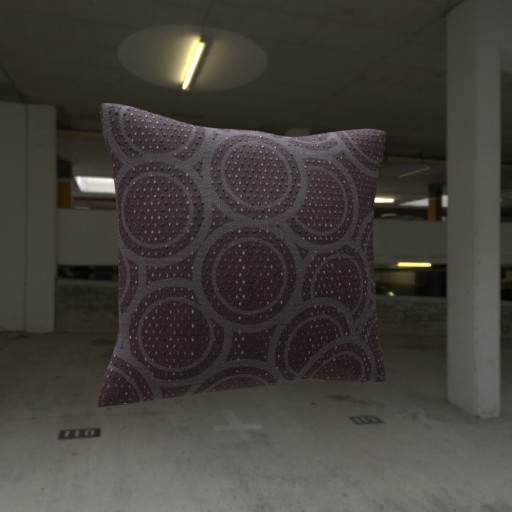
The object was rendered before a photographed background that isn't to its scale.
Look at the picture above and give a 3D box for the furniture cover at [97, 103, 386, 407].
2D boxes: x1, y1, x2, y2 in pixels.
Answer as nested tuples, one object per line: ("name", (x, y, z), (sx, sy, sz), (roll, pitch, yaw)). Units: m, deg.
("furniture cover", (0.000, 0.000, 0.819), (0.552, 0.509, 0.193), (0, 0, -18))
